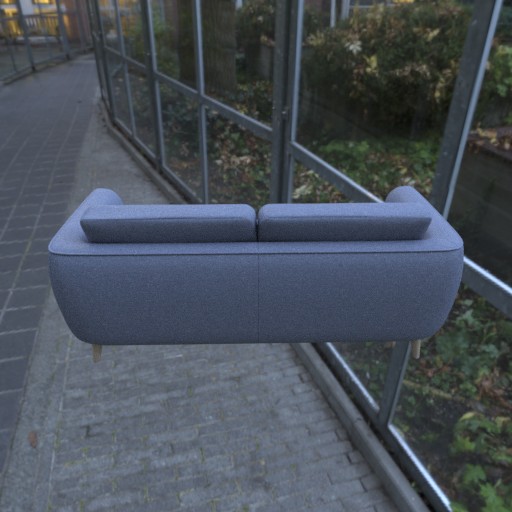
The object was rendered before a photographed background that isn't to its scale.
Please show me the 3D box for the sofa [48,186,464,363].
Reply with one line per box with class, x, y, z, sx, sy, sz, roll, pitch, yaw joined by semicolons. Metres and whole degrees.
sofa;0.000;0.000;2.524;2.000;0.870;0.920;-1;31;-1
